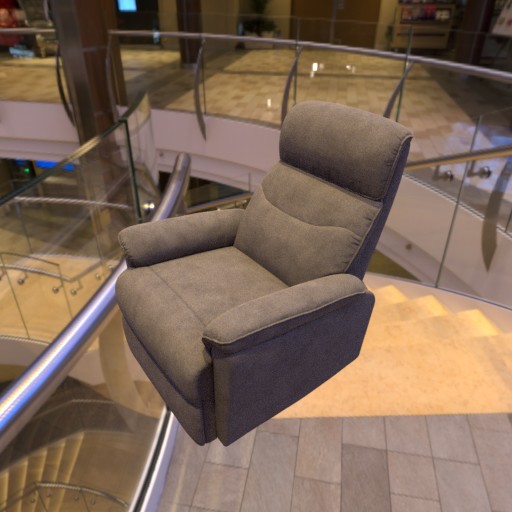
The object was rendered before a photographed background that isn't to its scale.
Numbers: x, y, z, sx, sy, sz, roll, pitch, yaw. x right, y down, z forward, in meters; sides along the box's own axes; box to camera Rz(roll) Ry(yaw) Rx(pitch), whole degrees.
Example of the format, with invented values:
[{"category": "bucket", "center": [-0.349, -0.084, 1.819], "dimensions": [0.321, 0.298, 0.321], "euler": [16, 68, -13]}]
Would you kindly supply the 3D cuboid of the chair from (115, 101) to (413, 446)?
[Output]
[{"category": "chair", "center": [0.000, 0.000, 1.752], "dimensions": [1.009, 1.036, 0.830], "euler": [-21, 37, -30]}]
